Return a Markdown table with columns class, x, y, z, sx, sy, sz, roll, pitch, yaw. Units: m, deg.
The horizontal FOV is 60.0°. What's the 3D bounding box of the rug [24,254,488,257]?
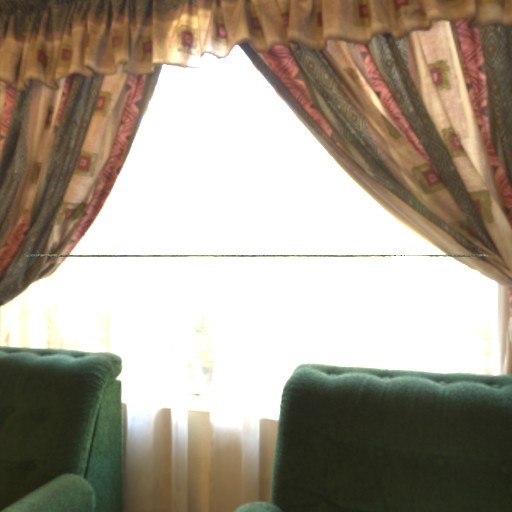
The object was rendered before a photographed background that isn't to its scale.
| class | x | y | z | sx | sy | sz | roll | pitch | yaw |
| --- | --- | --- | --- | --- | --- | --- | --- | --- | --- |
| rug | 0.000 | 0.000 | 2.693 | 2.435 | 0.011 | 0.750 | 0 | 0 | 0 |
